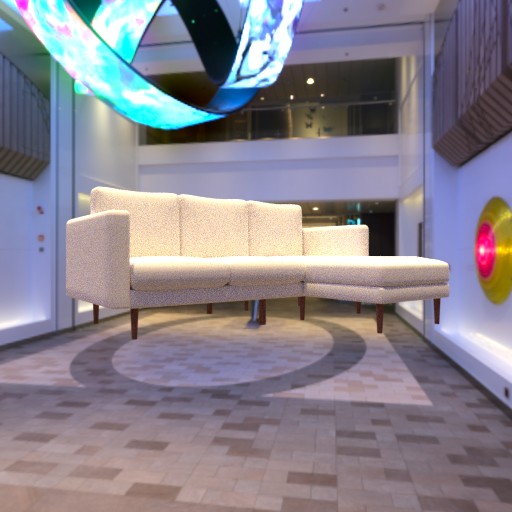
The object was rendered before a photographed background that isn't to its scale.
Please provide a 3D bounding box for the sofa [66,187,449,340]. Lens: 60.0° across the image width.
[{"bbox_3d":[0.000,0.000,2.943,2.029,0.899,1.580,0,0,-36],"label":"sofa"}]
